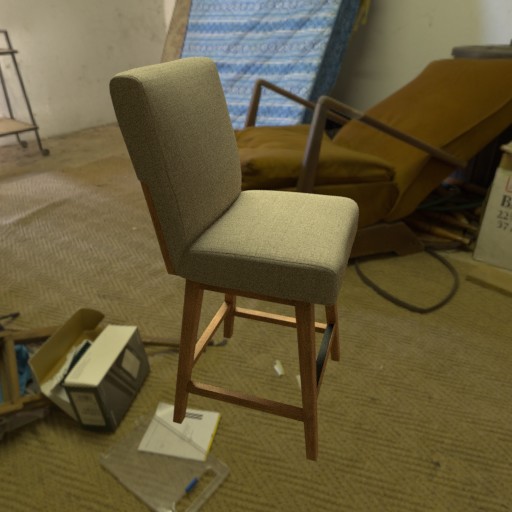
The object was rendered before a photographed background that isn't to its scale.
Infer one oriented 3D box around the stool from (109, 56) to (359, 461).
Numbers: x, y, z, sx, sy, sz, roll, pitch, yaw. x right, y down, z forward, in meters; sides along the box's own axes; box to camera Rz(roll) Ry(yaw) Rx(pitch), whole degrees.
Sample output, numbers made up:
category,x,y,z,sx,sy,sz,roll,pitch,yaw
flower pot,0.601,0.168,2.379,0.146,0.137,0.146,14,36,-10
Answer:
category,x,y,z,sx,sy,sz,roll,pitch,yaw
stool,0.000,0.000,1.272,0.526,1.010,0.459,9,30,16
